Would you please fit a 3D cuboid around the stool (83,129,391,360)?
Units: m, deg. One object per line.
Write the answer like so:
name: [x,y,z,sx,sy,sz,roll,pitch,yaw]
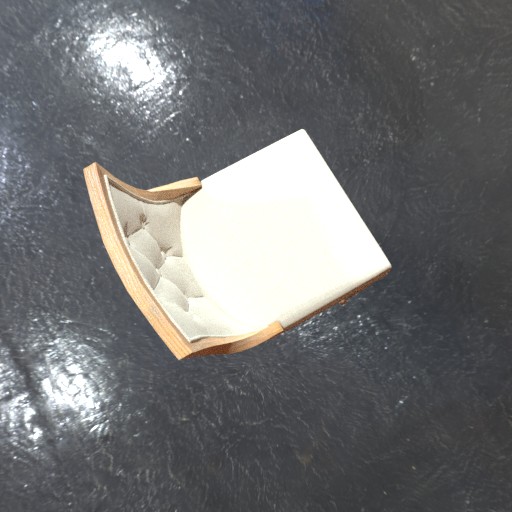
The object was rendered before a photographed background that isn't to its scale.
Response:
stool: [0.000,0.000,1.423,0.626,1.101,0.524,-28,78,-6]
